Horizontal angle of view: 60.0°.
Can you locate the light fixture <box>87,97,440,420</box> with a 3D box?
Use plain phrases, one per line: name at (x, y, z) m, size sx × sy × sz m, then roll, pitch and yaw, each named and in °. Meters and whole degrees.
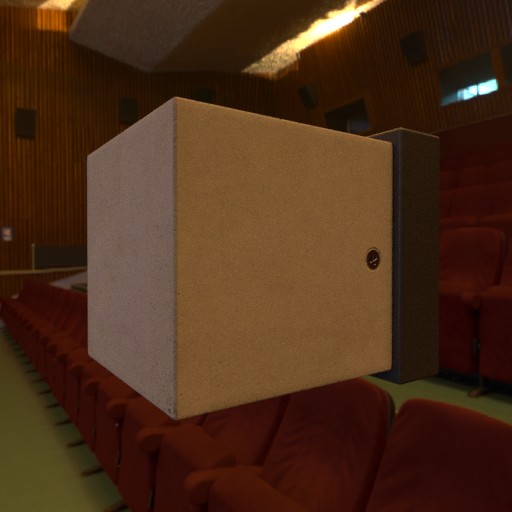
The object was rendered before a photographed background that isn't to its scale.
light fixture at (0.000, 0.000, 0.232) m, size 0.143 × 0.121 × 0.121 m, roll -1°, pitch 1°, yaw -35°
